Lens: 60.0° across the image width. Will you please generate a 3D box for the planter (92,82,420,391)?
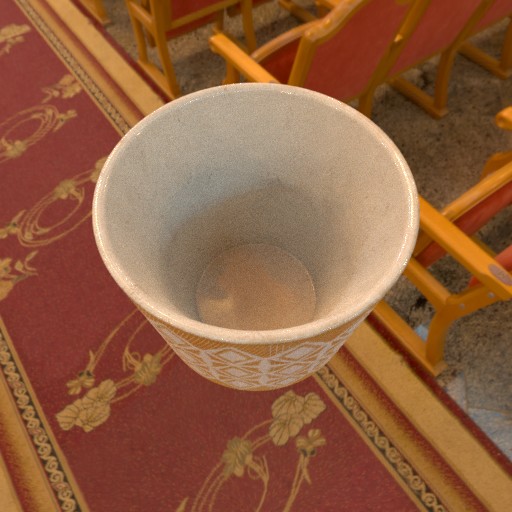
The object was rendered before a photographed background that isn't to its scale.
[{"bbox_3d":[0.000,0.000,0.218,0.126,0.104,0.126,0,59,0],"label":"planter"}]
